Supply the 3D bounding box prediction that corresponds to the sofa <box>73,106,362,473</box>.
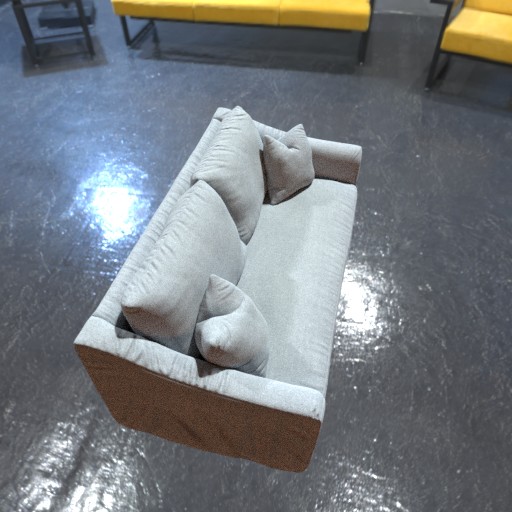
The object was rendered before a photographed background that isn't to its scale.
[{"bbox_3d":[0.000,0.000,2.616,1.072,1.018,2.010,10,47,10],"label":"sofa"}]
